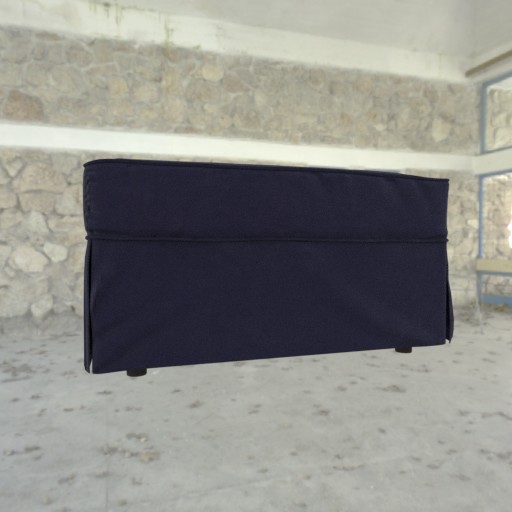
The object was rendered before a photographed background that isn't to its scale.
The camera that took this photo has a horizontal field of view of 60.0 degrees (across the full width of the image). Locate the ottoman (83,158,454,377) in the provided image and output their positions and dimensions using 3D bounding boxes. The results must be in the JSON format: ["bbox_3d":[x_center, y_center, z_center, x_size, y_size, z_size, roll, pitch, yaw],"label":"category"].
[{"bbox_3d":[0.000,0.000,1.309,0.938,0.503,0.637,0,1,-18],"label":"ottoman"}]
